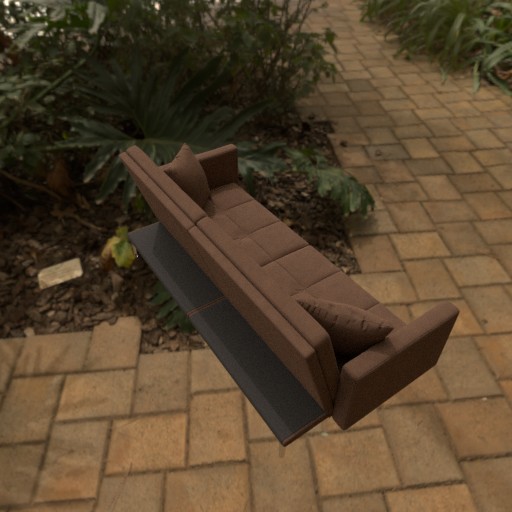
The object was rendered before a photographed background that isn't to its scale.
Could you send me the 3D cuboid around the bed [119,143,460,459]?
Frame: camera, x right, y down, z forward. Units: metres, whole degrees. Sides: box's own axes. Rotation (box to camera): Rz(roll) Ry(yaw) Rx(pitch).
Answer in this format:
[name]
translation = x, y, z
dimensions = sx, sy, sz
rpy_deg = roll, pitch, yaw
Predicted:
[bed]
translation = 0.000, 0.000, 2.440
dimensions = 0.889, 0.787, 1.905
rpy_deg = -24, 47, -25
